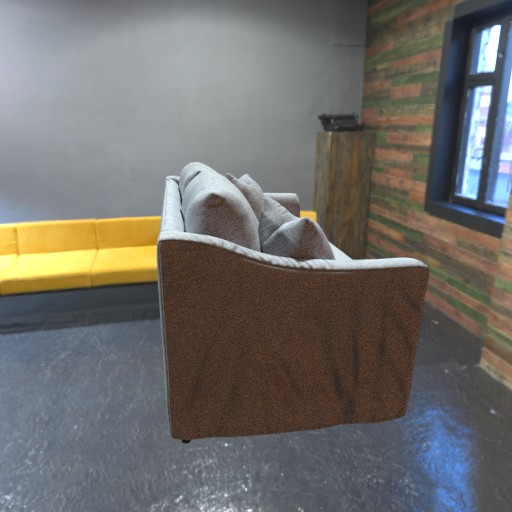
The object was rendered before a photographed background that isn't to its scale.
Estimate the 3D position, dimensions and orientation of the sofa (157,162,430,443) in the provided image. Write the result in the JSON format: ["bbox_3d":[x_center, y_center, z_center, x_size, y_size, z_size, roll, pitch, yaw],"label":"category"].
[{"bbox_3d":[0.000,0.000,2.625,1.072,1.018,2.010,-3,17,-10],"label":"sofa"}]
